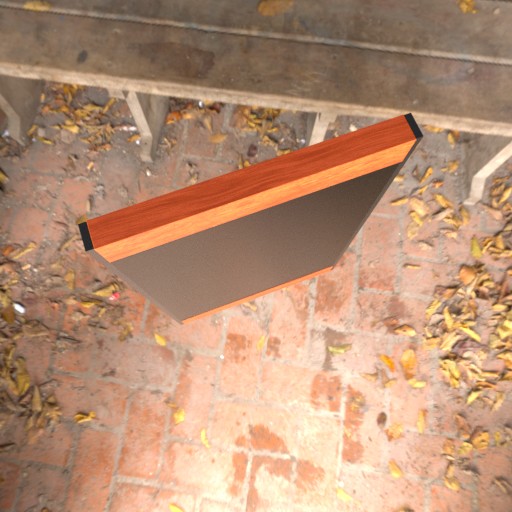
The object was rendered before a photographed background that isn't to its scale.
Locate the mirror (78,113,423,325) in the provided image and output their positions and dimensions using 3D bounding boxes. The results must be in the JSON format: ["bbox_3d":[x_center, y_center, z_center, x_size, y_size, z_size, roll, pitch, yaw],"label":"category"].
[{"bbox_3d":[0.000,0.000,1.045,0.525,0.823,0.047,-20,75,-5],"label":"mirror"}]
